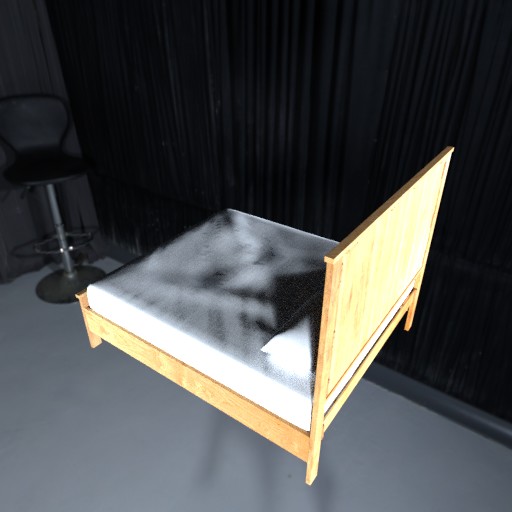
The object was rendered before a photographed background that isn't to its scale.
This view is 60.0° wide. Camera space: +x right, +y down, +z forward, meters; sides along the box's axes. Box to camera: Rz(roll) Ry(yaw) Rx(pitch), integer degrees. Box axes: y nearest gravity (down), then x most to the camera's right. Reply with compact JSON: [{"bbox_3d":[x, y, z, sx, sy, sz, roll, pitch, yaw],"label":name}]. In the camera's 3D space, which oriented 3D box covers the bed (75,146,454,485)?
[{"bbox_3d":[0.000,0.000,3.568,2.201,1.686,1.936,20,36,30],"label":"bed"}]
